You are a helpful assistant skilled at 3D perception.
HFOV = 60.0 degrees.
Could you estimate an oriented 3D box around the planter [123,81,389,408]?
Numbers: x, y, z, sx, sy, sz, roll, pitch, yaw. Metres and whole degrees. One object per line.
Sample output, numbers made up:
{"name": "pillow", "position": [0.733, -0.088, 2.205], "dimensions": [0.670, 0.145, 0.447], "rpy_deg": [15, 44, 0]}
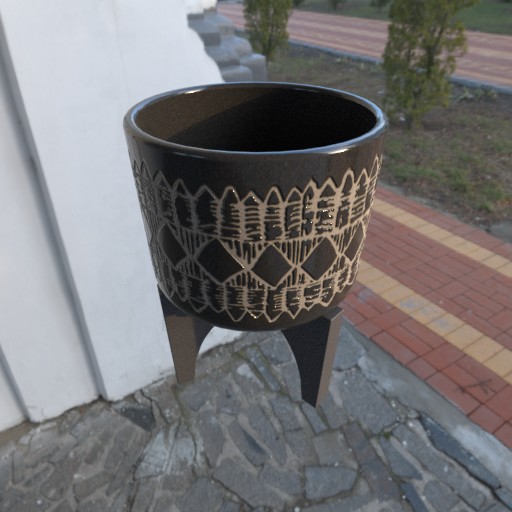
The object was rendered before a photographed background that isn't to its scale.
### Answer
{"name": "planter", "position": [0.000, 0.000, 0.406], "dimensions": [0.196, 0.264, 0.196], "rpy_deg": [-10, 35, -15]}
